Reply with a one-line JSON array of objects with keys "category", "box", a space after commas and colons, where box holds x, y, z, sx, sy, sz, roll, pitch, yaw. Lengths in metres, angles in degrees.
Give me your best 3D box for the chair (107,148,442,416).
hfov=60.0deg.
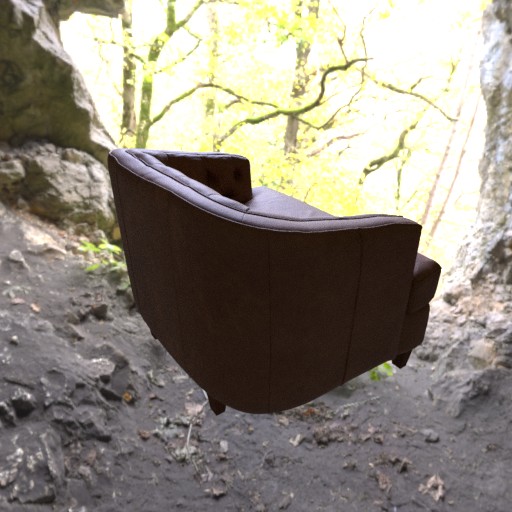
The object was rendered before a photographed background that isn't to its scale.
[{"category": "chair", "box": [0.000, 0.000, 1.782, 0.911, 0.836, 1.119, -18, 32, -31]}]
